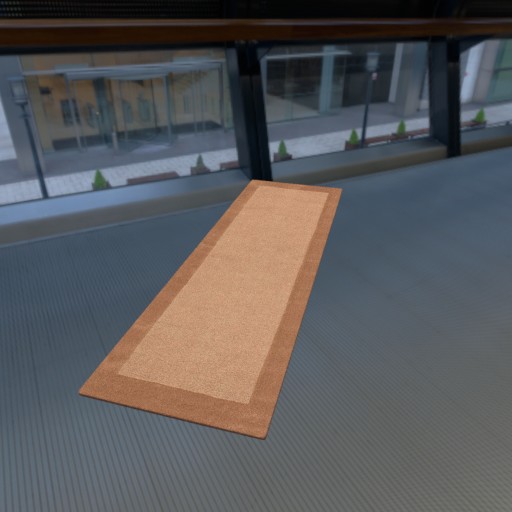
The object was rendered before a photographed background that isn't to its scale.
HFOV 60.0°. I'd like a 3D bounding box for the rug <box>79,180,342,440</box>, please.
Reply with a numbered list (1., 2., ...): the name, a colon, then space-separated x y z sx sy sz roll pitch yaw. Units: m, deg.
1. rug: 0.000 0.000 2.654 0.764 0.017 2.439 8 31 14
